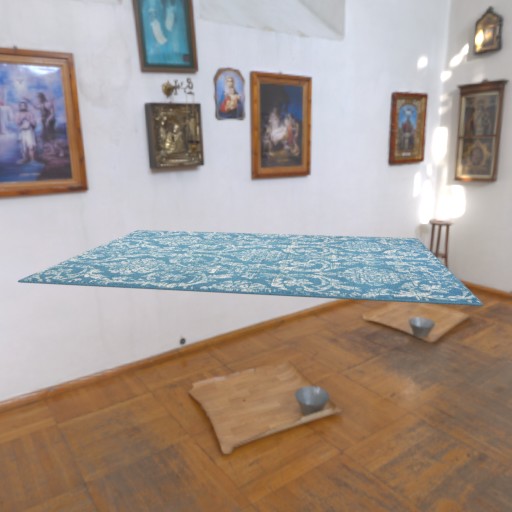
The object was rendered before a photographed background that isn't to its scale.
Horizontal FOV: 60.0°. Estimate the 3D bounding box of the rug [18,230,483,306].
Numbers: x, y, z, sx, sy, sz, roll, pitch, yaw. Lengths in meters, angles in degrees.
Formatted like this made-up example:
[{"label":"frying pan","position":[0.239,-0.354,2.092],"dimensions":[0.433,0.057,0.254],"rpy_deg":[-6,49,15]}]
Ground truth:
[{"label":"rug","position":[0.000,0.000,3.445],"dimensions":[2.746,0.018,1.816],"rpy_deg":[2,14,9]}]
